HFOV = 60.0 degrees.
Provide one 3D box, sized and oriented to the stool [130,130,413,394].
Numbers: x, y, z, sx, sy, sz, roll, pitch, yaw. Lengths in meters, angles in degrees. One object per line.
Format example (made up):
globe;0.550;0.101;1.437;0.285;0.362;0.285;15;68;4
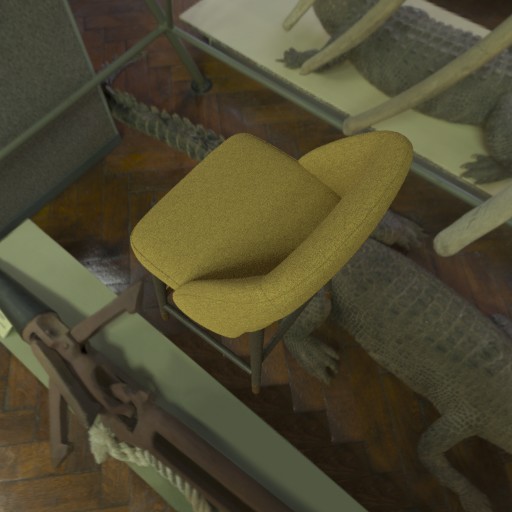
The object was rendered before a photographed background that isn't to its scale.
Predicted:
stool;0.000;0.000;1.224;0.522;0.939;0.536;35;68;16
